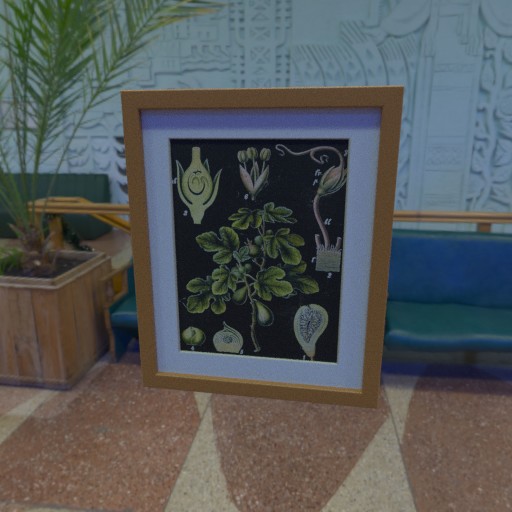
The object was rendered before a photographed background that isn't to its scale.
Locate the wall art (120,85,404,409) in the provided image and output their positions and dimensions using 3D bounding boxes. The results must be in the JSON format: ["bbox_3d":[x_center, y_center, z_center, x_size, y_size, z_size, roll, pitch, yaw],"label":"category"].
[{"bbox_3d":[0.000,0.000,0.779,0.452,0.553,0.022,3,16,9],"label":"wall art"}]
